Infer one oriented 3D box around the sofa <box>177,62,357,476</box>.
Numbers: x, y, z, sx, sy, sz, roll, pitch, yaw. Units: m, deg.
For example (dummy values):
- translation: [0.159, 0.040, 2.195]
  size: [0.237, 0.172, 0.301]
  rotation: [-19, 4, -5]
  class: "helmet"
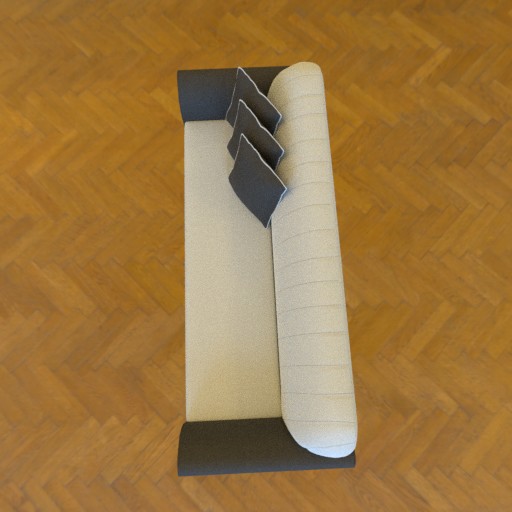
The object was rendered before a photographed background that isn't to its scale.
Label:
- translation: [0.000, 0.000, 2.316]
  size: [0.755, 0.787, 2.001]
  rotation: [-3, 75, -1]
  class: "sofa"
